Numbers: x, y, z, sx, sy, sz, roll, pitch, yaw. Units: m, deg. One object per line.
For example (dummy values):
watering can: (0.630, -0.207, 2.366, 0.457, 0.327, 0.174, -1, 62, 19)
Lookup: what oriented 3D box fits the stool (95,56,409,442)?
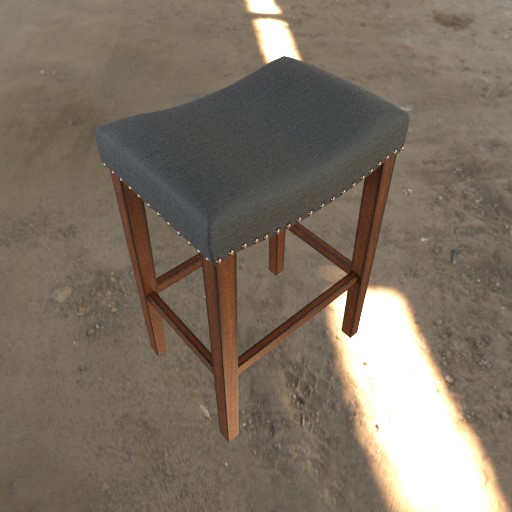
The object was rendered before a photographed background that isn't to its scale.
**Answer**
stool: (0.000, 0.000, 1.060, 0.502, 0.748, 0.366, -33, 55, -27)
